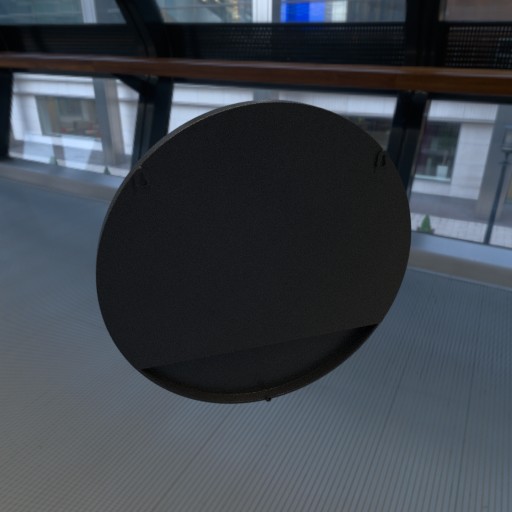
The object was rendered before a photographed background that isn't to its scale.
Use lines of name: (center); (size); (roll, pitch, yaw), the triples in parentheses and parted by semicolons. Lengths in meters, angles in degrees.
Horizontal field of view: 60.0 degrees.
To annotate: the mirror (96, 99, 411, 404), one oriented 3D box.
mirror: (0.000, 0.000, 0.674); (0.457, 0.457, 0.133); (-8, 26, -16)
